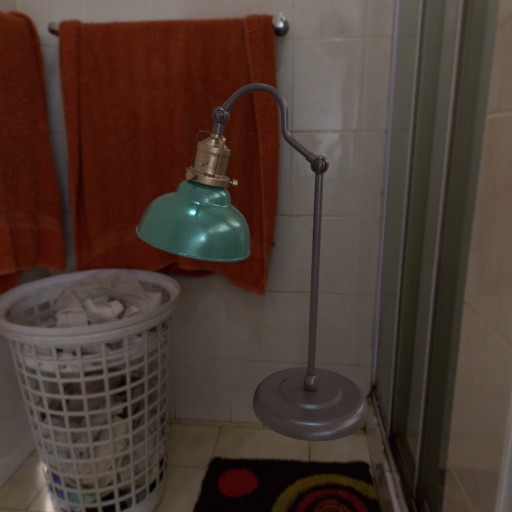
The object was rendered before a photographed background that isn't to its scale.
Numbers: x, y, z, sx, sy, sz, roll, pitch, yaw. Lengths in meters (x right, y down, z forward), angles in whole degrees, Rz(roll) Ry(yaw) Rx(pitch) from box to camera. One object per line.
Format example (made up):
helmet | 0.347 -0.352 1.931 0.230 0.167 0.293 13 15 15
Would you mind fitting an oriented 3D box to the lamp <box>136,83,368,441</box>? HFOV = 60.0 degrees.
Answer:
lamp | 0.000 0.000 0.695 0.374 0.508 0.192 2 14 8
